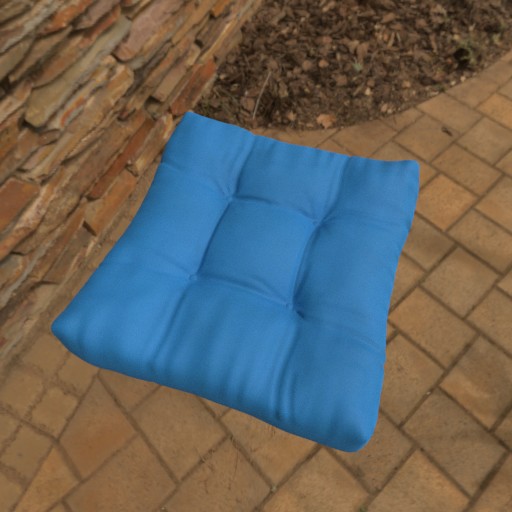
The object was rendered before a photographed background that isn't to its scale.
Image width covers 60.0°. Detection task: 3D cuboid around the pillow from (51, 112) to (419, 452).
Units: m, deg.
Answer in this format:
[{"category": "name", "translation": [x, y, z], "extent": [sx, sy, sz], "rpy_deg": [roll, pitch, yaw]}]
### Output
[{"category": "pillow", "translation": [0.000, 0.000, 0.728], "extent": [0.468, 0.128, 0.490], "rpy_deg": [16, 60, 9]}]
